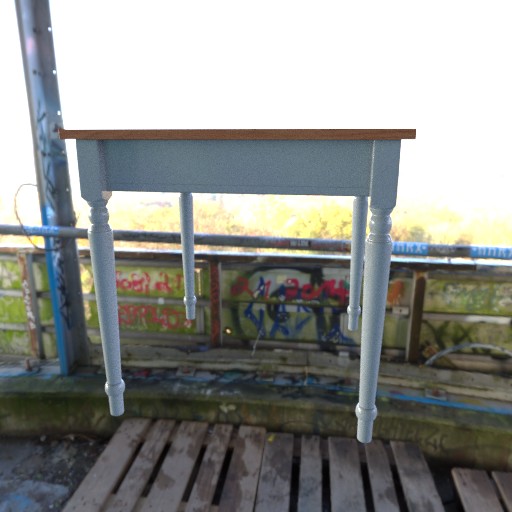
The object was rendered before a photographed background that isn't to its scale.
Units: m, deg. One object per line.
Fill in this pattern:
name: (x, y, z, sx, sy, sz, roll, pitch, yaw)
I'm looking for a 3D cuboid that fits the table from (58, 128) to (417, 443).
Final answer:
table: (0.000, 0.000, 1.355, 0.747, 0.738, 0.747, 3, 15, 9)
